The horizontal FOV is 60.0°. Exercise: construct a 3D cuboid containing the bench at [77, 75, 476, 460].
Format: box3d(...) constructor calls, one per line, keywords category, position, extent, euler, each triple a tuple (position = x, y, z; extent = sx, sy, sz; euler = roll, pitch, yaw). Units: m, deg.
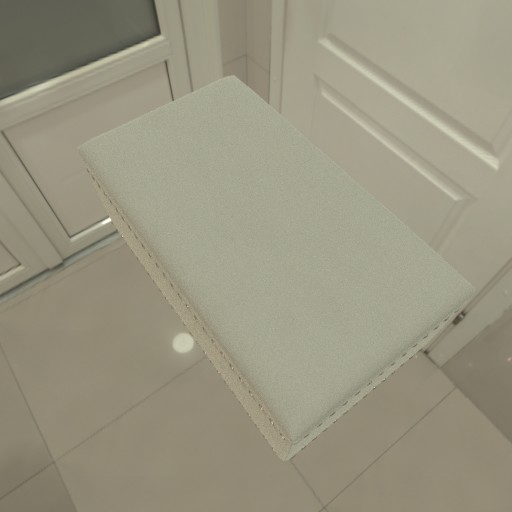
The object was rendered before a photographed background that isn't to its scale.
box3d(category="bench", position=(0.000, 0.000, 1.197), extent=(0.500, 0.449, 0.887), euler=(-32, 64, -18))
